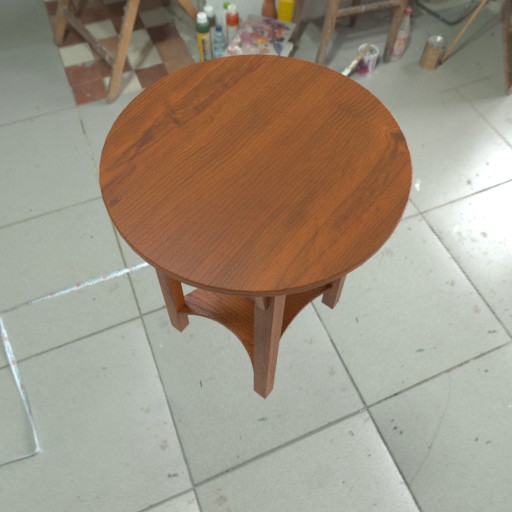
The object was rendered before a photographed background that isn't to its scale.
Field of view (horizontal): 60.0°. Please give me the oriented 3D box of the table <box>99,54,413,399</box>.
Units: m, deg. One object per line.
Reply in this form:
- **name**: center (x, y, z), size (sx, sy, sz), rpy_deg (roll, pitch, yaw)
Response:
- **table**: center (0.000, 0.000, 0.918), size (0.457, 0.610, 0.457), rpy_deg (0, 60, 0)
